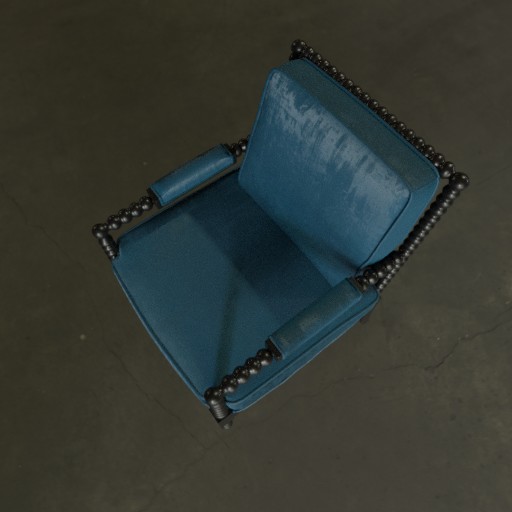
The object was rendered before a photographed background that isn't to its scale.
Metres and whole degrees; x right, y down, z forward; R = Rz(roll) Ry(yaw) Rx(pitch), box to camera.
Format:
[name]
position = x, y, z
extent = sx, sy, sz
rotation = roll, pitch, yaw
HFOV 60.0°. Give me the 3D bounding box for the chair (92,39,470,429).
[chair]
position = 0.000, 0.000, 1.406
extent = 0.805, 0.857, 0.688
rotation = -34, 67, -16
